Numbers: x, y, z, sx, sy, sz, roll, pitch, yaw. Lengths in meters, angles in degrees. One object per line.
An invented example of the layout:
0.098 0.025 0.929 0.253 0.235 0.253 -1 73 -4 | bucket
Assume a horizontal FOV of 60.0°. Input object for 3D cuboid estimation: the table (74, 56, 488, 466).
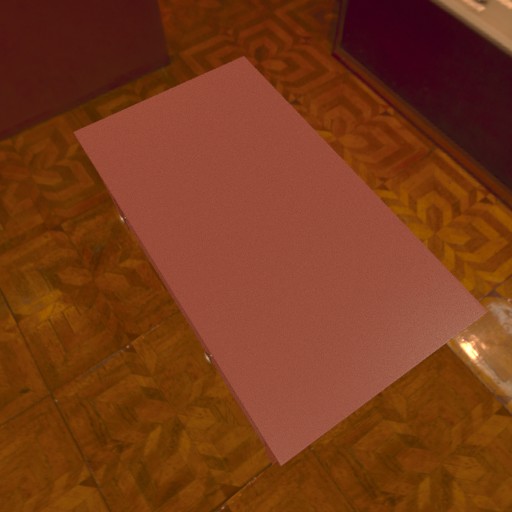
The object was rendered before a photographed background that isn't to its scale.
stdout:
0.000 0.000 1.395 0.612 0.493 1.068 -30 67 -15 | table
